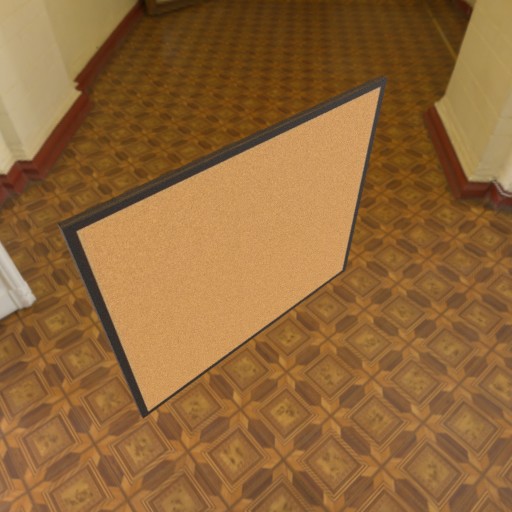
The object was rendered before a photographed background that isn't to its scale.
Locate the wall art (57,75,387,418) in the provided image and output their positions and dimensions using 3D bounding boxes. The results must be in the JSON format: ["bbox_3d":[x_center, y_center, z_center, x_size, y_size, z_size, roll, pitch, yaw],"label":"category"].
[{"bbox_3d":[0.000,0.000,1.430,1.033,0.875,0.023,-32,54,-27],"label":"wall art"}]
